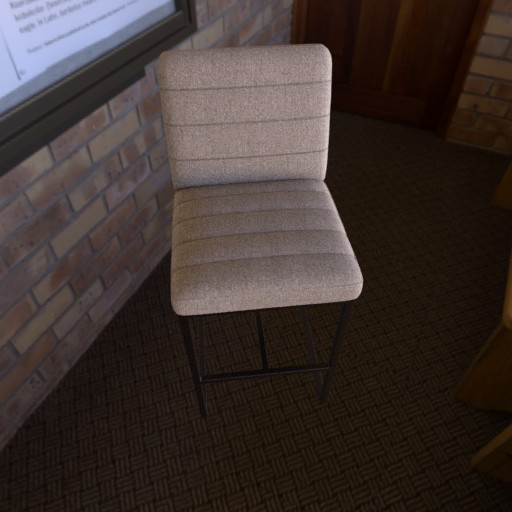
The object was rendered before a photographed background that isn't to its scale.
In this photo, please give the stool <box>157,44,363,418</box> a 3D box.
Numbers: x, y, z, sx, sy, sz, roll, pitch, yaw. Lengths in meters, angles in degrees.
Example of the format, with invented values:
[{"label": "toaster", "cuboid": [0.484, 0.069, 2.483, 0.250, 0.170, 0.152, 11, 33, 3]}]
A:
[{"label": "stool", "cuboid": [0.000, 0.000, 1.341, 0.459, 1.034, 0.571, -5, 47, -4]}]
